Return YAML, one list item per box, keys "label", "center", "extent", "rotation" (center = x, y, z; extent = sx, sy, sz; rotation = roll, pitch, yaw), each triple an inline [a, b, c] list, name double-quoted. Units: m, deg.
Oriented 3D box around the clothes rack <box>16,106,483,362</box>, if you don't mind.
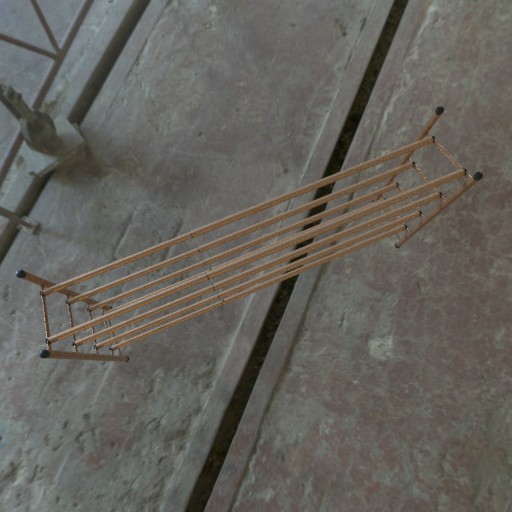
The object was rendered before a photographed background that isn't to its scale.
- label: "clothes rack"
  center: [0.000, 0.000, 1.420]
  extent: [1.168, 0.672, 0.229]
  rotation: [-22, 77, -5]
